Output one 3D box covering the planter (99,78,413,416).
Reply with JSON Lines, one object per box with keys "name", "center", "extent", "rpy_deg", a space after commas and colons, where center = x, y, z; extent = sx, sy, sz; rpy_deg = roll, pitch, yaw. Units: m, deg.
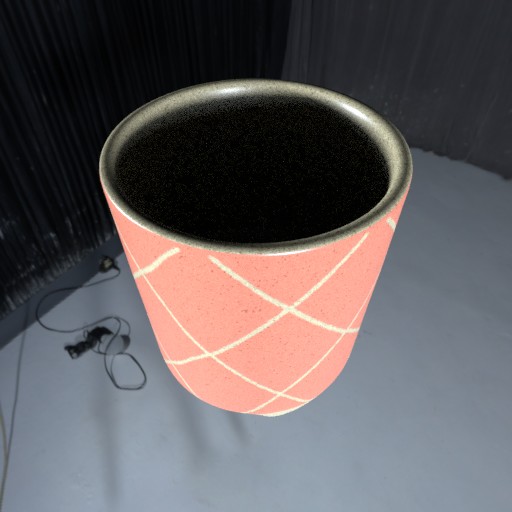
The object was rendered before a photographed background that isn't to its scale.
{"name": "planter", "center": [0.000, 0.000, 0.347], "extent": [0.191, 0.200, 0.191], "rpy_deg": [0, 46, 0]}
